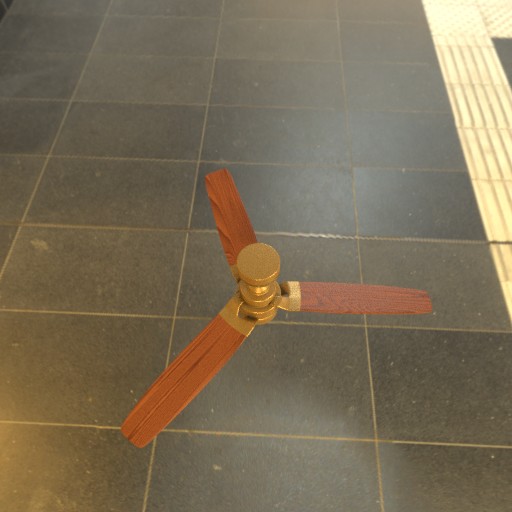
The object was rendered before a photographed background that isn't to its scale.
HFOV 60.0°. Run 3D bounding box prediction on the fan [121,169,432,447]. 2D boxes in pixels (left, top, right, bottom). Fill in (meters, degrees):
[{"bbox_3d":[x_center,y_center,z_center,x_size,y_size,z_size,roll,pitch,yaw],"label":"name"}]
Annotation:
[{"bbox_3d":[0.000,0.000,2.019,1.416,0.425,1.271,-14,59,-9],"label":"fan"}]
